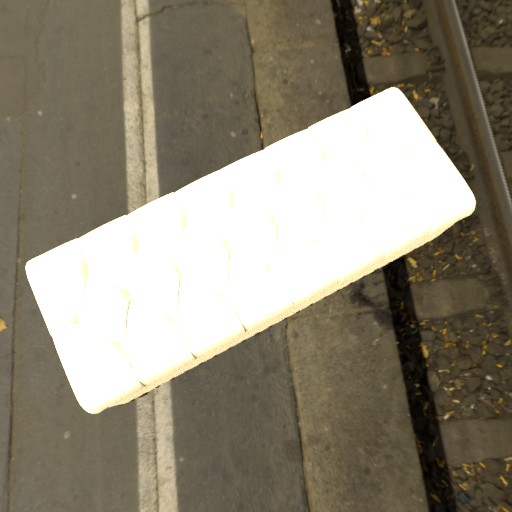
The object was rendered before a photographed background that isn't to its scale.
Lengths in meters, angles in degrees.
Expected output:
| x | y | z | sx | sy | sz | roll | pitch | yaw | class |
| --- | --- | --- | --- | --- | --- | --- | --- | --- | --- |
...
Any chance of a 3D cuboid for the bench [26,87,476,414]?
| x | y | z | sx | sy | sz | roll | pitch | yaw | class |
| --- | --- | --- | --- | --- | --- | --- | --- | --- | --- |
| 0.000 | 0.000 | 1.272 | 1.054 | 0.470 | 0.400 | -27 | 77 | -7 | bench |
